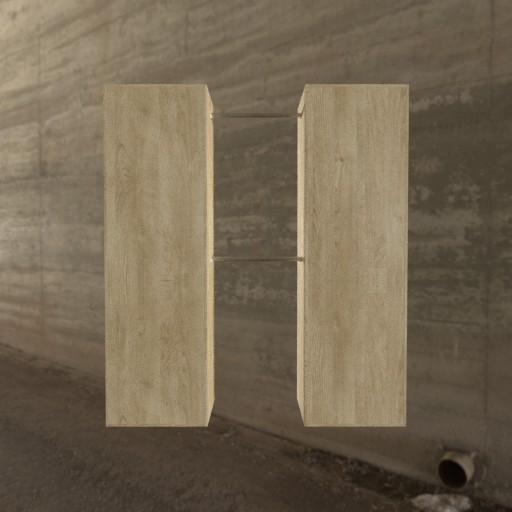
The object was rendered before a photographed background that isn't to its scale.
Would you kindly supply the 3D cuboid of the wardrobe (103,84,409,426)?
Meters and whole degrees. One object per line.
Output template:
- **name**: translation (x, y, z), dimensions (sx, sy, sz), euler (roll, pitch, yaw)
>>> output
- **wardrobe**: translation (0.000, 0.000, 2.829), dimensions (1.770, 2.000, 0.480), euler (0, 1, 0)
